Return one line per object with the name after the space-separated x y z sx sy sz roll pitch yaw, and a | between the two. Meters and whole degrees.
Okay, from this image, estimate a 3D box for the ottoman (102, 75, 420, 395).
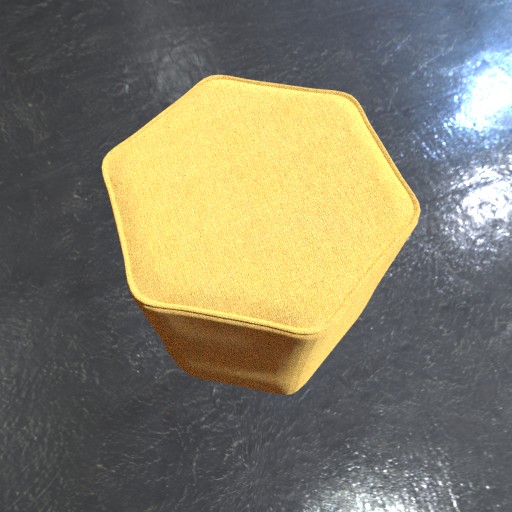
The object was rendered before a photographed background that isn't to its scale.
0.000 0.000 0.880 0.443 0.502 0.494 -17 65 -8 | ottoman
